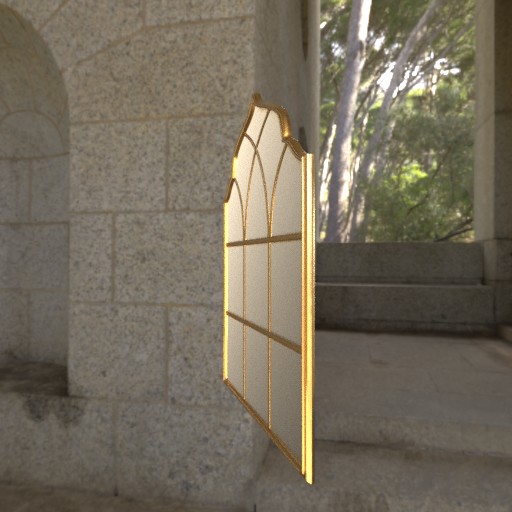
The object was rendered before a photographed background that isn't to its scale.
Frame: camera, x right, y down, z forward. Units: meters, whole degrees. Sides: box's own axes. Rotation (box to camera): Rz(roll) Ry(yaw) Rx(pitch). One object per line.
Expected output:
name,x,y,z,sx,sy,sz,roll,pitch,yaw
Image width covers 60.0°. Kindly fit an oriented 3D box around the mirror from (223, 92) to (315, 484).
mirror,0.000,0.000,0.860,0.018,0.635,0.513,0,0,-17
